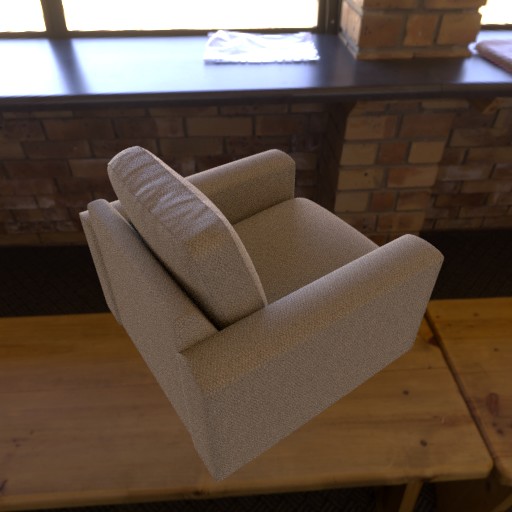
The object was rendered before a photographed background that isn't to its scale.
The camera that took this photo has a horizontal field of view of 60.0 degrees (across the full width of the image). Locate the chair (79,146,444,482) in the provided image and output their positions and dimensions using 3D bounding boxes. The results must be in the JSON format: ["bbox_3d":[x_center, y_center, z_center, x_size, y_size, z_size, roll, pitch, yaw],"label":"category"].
[{"bbox_3d":[0.000,0.000,1.737,1.016,0.873,1.005,-24,46,-26],"label":"chair"}]
